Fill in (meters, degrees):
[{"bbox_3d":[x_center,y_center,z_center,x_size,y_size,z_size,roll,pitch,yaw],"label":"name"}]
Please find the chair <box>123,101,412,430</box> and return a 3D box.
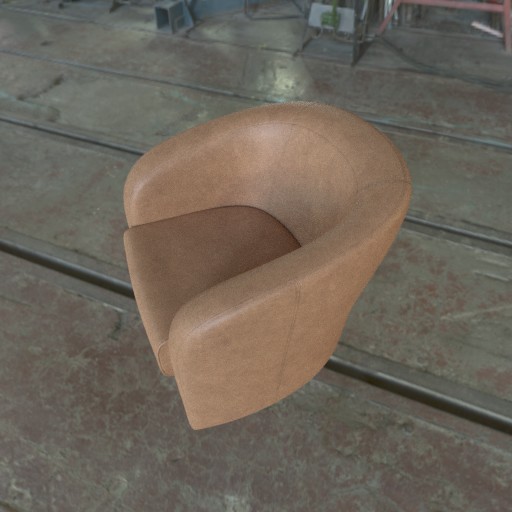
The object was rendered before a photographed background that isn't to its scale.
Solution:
[{"bbox_3d":[0.000,0.000,1.473,0.815,0.771,0.791,-16,47,-16],"label":"chair"}]
